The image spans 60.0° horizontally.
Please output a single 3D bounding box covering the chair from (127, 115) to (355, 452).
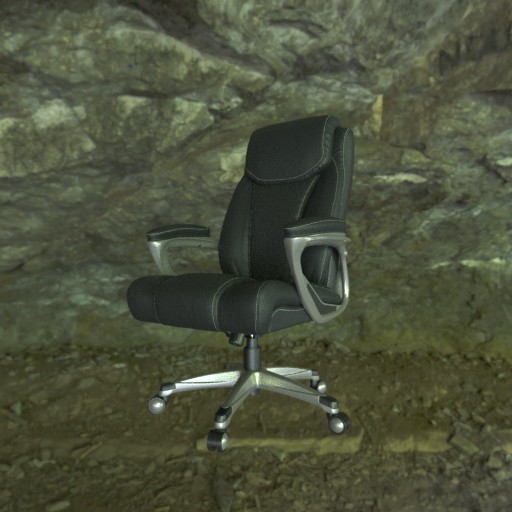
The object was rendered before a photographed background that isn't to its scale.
[{"bbox_3d":[0.000,0.000,1.664,0.741,1.167,0.784,0,0,35],"label":"chair"}]
